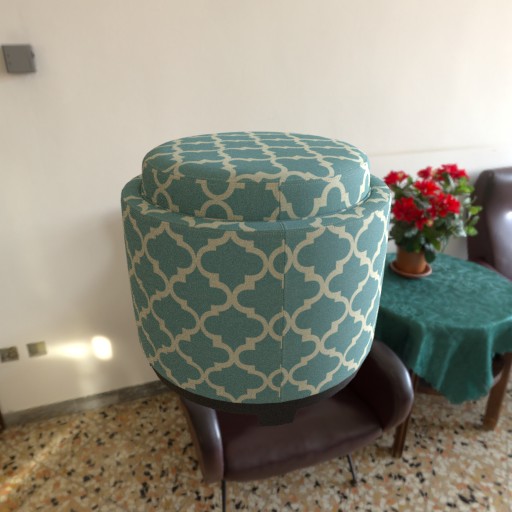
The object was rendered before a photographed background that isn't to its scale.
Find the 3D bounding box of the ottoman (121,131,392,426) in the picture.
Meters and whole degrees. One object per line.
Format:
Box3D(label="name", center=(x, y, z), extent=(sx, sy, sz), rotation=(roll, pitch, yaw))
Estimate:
Box3D(label="ottoman", center=(0.000, 0.000, 0.860), extent=(0.480, 0.429, 0.480), rotation=(0, 25, 0))
